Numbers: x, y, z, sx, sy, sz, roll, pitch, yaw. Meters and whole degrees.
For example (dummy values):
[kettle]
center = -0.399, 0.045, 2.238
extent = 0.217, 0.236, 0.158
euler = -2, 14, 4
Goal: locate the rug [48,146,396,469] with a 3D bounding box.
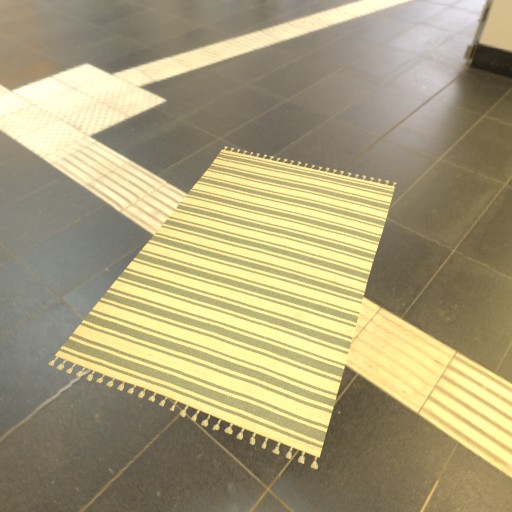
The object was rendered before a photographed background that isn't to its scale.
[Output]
[rug]
center = 0.000, 0.000, 3.038
extent = 1.539, 0.011, 2.410
euler = 15, 47, 15
